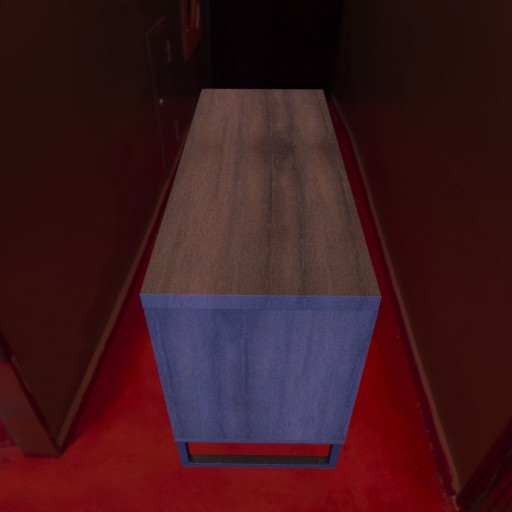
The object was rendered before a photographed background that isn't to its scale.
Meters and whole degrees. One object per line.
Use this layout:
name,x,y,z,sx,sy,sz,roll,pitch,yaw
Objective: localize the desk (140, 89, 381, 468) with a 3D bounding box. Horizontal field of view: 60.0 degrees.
desk,0.000,0.000,1.542,0.511,0.752,1.134,1,40,1
